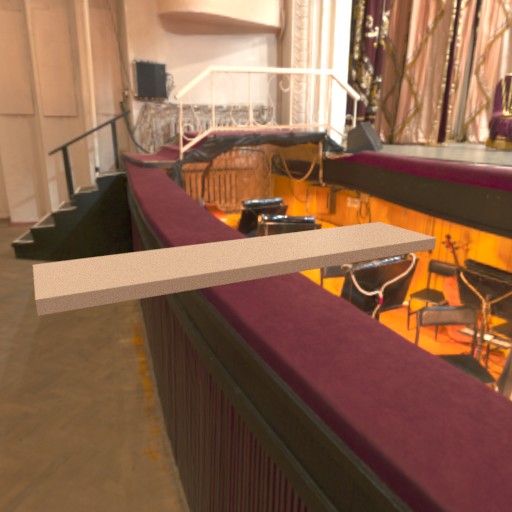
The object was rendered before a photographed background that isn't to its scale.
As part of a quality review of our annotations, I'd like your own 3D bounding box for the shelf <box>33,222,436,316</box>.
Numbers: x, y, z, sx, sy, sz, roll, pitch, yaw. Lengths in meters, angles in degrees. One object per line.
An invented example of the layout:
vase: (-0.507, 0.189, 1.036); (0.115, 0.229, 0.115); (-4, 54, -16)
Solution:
shelf: (0.000, 0.000, 0.677); (0.610, 0.020, 0.140); (-8, 18, -26)
